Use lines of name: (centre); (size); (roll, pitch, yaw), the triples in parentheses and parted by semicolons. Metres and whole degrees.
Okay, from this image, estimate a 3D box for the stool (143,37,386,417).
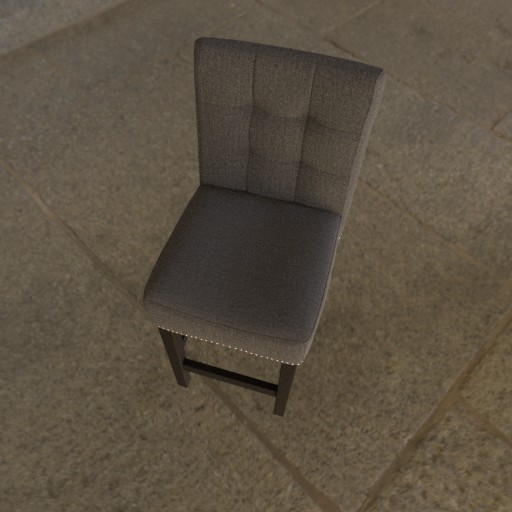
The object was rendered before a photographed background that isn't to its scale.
stool: (0.000, 0.000, 1.190); (0.427, 0.885, 0.571); (14, 59, 9)
